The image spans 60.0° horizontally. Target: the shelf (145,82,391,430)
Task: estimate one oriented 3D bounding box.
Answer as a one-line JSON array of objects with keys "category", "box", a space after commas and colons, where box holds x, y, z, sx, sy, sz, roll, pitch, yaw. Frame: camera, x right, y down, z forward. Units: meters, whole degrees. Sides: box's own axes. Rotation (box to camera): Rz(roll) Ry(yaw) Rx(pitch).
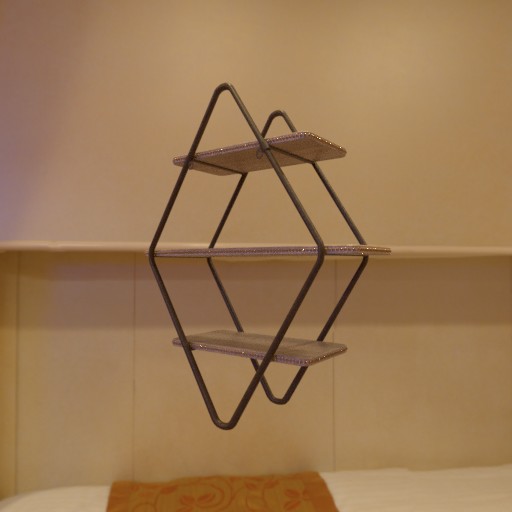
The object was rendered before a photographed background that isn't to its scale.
[{"category": "shelf", "box": [0.000, 0.000, 1.072, 0.609, 0.774, 0.234, -1, -1, 36]}]
